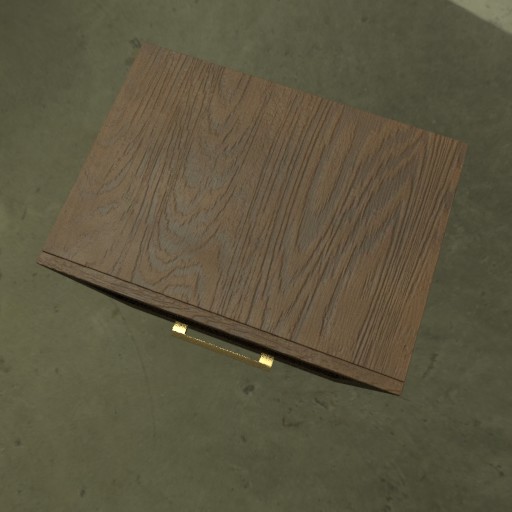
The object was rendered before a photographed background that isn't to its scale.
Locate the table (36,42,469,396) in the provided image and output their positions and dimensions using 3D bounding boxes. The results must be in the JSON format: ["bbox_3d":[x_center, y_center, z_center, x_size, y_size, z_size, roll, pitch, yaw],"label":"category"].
[{"bbox_3d":[0.000,0.000,0.958,0.560,0.585,0.439,19,77,5],"label":"table"}]
